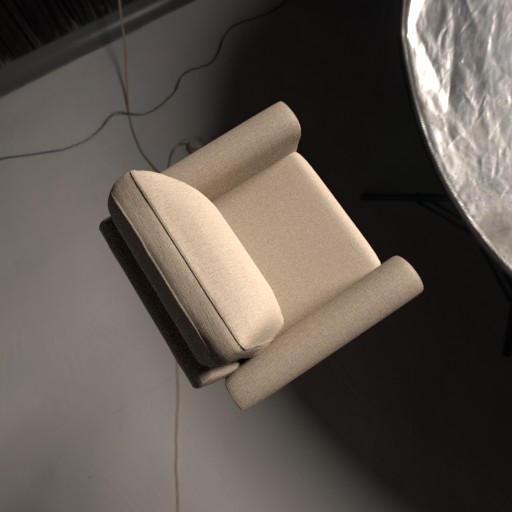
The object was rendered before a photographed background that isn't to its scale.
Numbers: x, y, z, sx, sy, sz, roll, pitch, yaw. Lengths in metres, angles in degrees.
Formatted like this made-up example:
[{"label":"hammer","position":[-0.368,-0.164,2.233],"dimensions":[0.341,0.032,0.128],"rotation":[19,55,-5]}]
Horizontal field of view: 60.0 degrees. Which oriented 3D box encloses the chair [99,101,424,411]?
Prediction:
[{"label":"chair","position":[0.000,0.000,2.383],"dimensions":[1.180,1.349,1.275],"rotation":[-32,77,-8]}]
